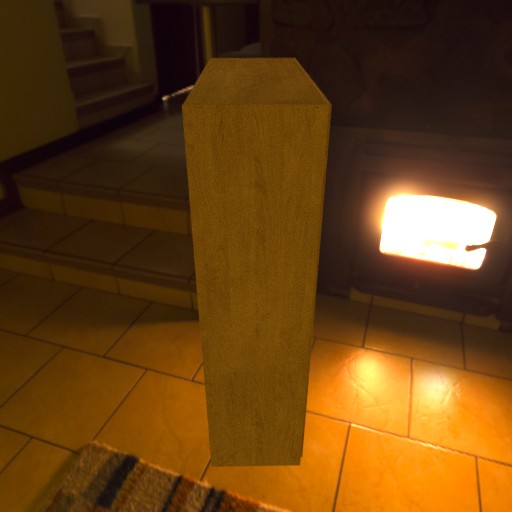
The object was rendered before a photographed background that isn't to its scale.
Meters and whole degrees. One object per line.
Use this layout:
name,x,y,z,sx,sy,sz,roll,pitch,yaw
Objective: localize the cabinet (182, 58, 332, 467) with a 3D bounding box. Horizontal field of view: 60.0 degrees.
cabinet,0.000,0.000,2.500,0.510,1.910,1.290,-1,30,-1
